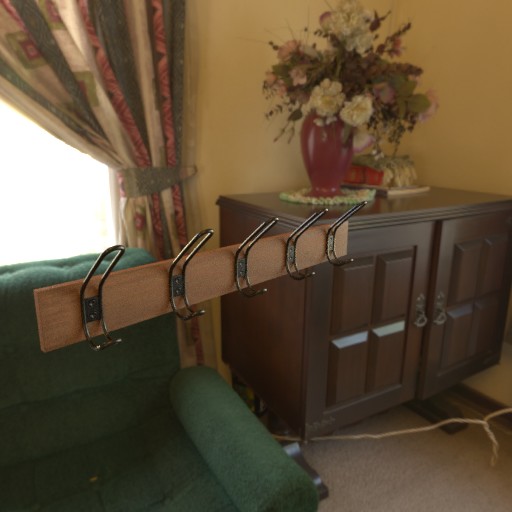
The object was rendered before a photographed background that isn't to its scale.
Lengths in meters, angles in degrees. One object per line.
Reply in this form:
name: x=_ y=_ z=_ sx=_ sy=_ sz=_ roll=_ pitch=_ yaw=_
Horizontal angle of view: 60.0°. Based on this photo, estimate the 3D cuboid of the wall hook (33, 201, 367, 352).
wall hook: x=0.000 y=0.000 z=0.606 sx=0.076 sy=0.116 sz=0.554 roll=13 pitch=19 yaw=42
